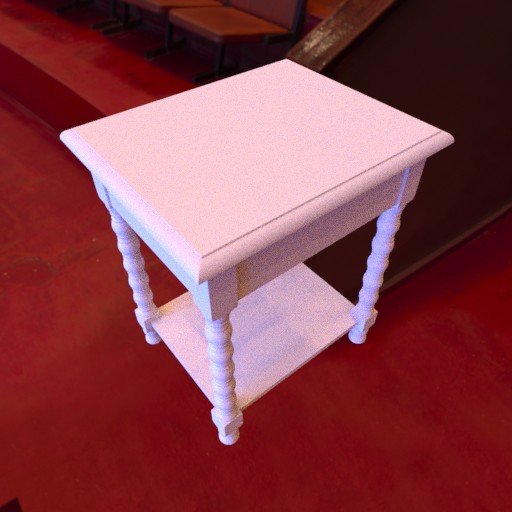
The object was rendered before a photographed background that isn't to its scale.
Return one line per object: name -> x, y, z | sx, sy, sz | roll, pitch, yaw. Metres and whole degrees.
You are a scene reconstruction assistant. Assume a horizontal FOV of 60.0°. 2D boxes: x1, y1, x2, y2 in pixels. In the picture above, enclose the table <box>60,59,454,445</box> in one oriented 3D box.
table -> 0.000, 0.000, 0.845 | 0.460, 0.531, 0.381 | -29, 52, -26
